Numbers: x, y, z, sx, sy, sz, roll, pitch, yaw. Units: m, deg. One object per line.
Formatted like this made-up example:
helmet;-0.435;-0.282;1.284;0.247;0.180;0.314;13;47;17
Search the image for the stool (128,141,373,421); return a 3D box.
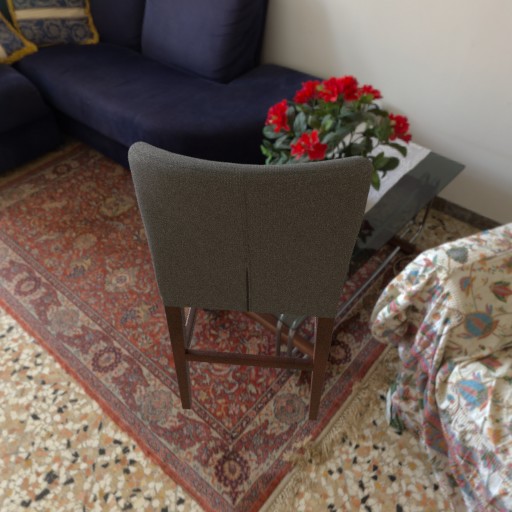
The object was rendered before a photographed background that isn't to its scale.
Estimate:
stool;0.000;0.000;1.279;0.479;0.968;0.568;4;46;4
